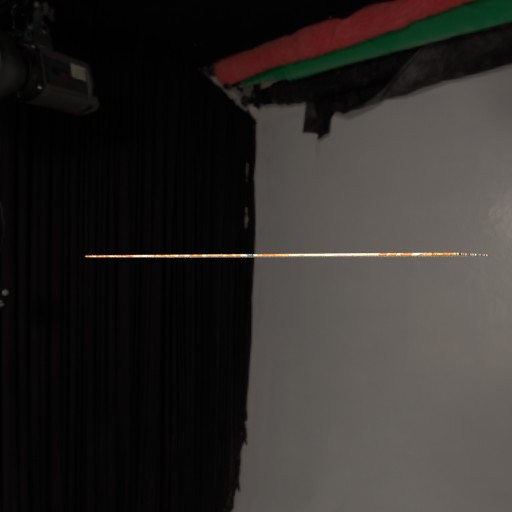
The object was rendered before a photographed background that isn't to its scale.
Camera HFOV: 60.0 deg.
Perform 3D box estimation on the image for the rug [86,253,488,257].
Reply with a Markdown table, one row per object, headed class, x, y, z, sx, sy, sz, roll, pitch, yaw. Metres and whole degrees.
| class | x | y | z | sx | sy | sz | roll | pitch | yaw |
| --- | --- | --- | --- | --- | --- | --- | --- | --- | --- |
| rug | 0.000 | 0.000 | 2.707 | 2.437 | 0.010 | 0.783 | 0 | -1 | 35 |
